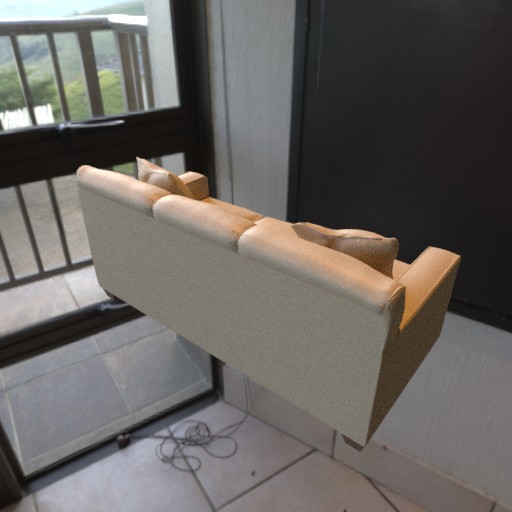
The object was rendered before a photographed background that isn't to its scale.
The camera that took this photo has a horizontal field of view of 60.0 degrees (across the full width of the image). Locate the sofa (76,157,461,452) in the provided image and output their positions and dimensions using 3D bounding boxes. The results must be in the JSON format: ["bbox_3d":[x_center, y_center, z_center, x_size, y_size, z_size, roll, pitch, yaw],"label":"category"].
[{"bbox_3d":[0.000,0.000,2.612,2.024,0.958,0.997,22,37,33],"label":"sofa"}]
